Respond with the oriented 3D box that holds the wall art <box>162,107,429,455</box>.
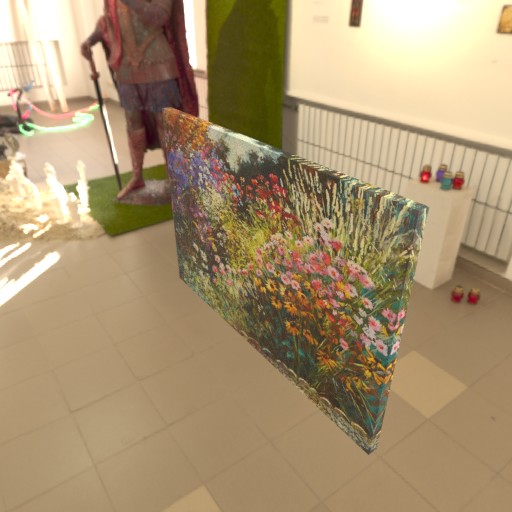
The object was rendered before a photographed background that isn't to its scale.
[{"bbox_3d":[0.000,0.000,1.470,0.042,0.760,1.136,-20,36,-31],"label":"wall art"}]
